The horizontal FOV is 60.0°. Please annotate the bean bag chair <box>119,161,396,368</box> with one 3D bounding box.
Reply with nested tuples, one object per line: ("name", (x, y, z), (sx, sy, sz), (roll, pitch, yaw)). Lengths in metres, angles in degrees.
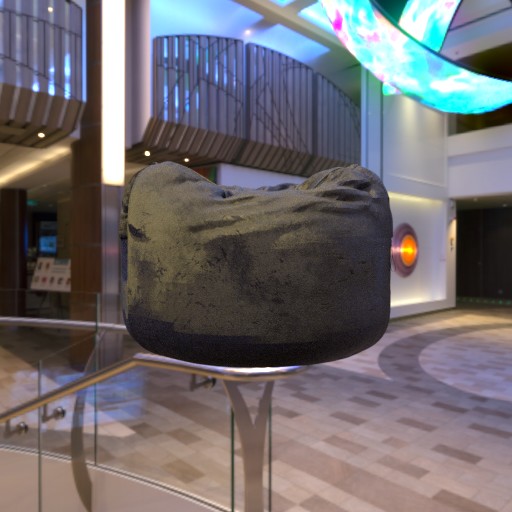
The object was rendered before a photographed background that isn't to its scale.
("bean bag chair", (0.000, 0.000, 1.548), (0.918, 0.605, 0.918), (0, 0, 0))
